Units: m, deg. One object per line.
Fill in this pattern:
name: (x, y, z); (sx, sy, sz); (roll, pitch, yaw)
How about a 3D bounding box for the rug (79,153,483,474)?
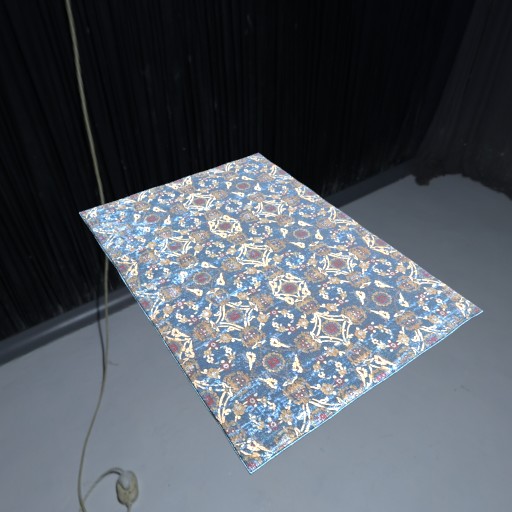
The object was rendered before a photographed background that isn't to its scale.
rug: (0.000, 0.000, 2.825); (1.567, 0.014, 2.207); (-24, 47, -25)
